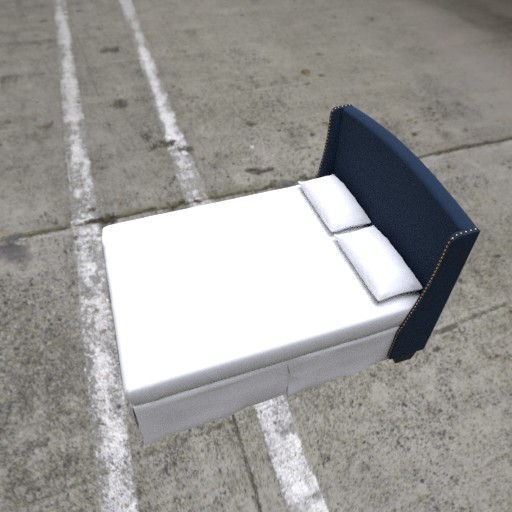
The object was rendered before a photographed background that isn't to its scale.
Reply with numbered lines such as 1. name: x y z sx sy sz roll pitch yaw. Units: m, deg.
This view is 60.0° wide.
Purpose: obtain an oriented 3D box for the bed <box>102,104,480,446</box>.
1. bed: 0.000 0.000 3.231 2.223 1.402 1.604 -14 47 -13
